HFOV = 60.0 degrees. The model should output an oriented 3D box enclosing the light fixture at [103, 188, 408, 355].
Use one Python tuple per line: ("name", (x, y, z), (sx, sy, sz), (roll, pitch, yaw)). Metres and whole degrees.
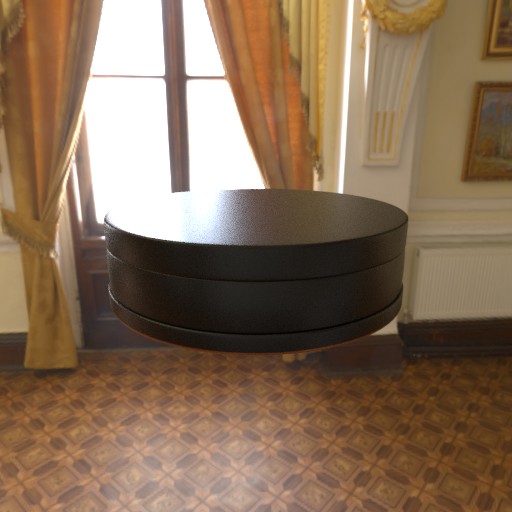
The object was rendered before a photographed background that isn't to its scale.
("light fixture", (0.000, 0.000, 0.442), (0.283, 0.097, 0.283), (0, 16, 0))
